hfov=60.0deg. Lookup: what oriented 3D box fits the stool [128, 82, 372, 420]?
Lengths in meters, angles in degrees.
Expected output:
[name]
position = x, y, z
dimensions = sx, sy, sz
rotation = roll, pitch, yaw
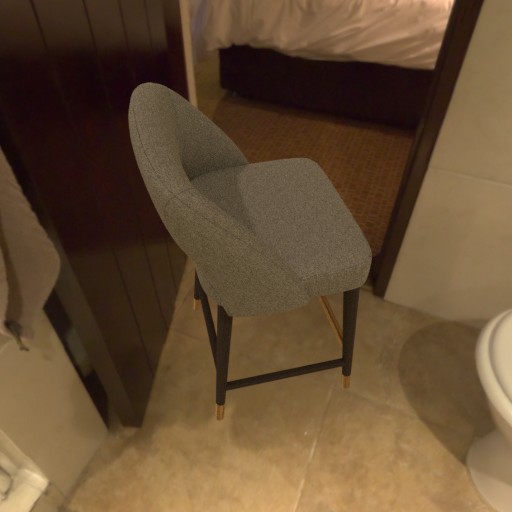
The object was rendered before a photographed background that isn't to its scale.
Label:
[stool]
position = 0.000, 0.000, 1.241
dimensions = 0.524, 0.925, 0.536
rotation = -11, 47, -10
